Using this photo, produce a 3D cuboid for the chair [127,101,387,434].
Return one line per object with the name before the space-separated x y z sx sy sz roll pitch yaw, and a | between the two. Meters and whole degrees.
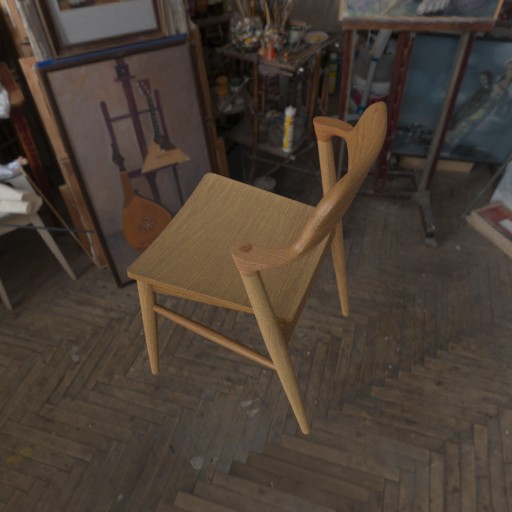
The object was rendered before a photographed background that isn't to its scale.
chair | 0.000 0.000 1.134 0.499 0.792 0.512 17 49 15
